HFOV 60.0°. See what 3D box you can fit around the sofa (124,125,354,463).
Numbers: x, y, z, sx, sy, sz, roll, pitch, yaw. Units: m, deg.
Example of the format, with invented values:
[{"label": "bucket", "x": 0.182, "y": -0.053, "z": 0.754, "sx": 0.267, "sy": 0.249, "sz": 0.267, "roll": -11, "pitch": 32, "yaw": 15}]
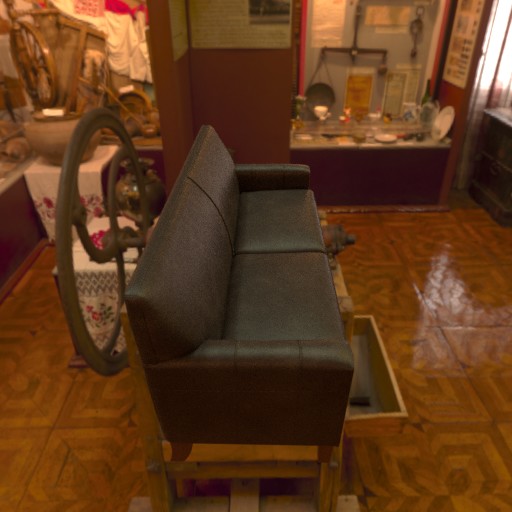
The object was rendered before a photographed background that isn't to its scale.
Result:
[{"label": "sofa", "x": 0.000, "y": 0.000, "z": 2.502, "sx": 0.805, "sy": 0.947, "sz": 2.053, "roll": 1, "pitch": 31, "yaw": 1}]
